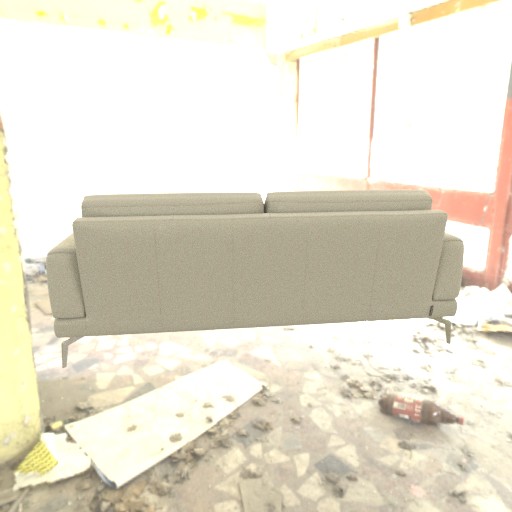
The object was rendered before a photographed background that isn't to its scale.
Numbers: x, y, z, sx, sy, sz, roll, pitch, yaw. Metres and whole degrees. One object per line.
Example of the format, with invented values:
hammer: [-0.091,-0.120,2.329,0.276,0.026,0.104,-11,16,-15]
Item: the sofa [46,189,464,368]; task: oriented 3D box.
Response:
sofa: [0.000,0.000,2.425,1.940,0.765,0.974,-2,15,-7]
